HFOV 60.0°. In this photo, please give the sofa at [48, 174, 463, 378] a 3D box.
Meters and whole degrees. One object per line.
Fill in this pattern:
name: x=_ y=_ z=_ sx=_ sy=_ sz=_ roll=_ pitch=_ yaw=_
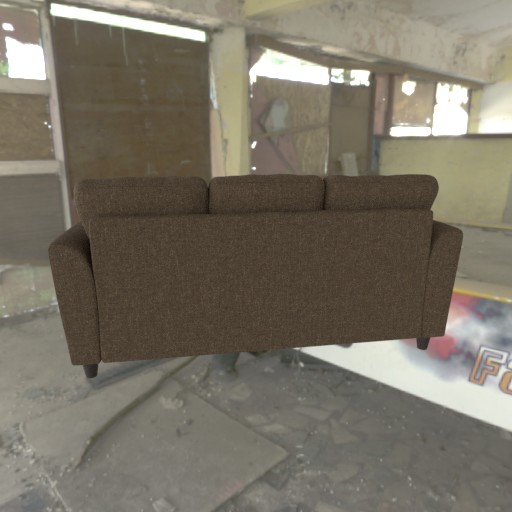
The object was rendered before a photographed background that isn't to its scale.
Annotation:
sofa: x=0.000 y=0.000 z=2.365 sx=1.847 sy=0.891 sz=0.837 roll=-2 pitch=14 yaw=-10
